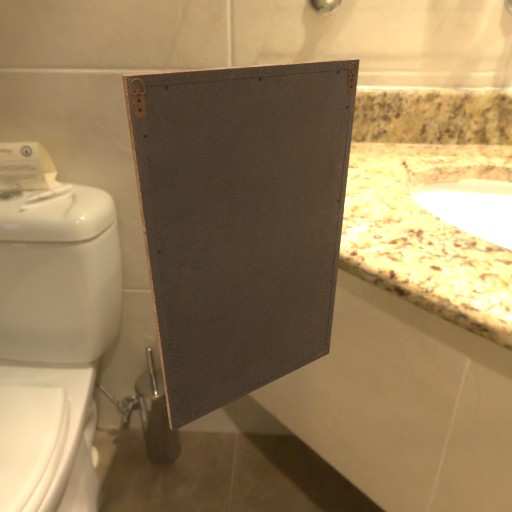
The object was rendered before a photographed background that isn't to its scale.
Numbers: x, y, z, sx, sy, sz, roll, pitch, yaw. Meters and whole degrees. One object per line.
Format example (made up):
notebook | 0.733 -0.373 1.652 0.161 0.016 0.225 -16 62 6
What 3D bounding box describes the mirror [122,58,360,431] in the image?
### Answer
mirror | 0.000 0.000 0.991 0.495 0.787 0.058 -18 34 -29
